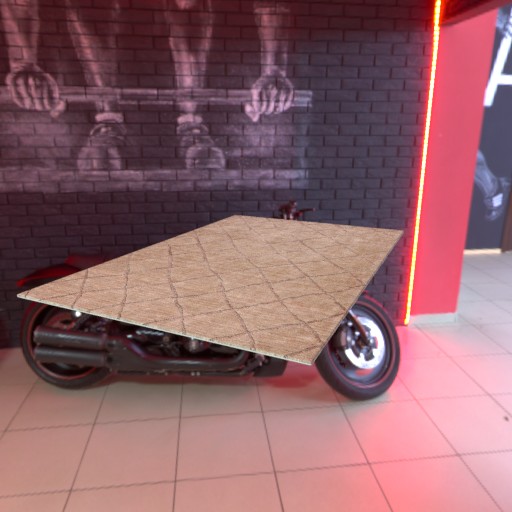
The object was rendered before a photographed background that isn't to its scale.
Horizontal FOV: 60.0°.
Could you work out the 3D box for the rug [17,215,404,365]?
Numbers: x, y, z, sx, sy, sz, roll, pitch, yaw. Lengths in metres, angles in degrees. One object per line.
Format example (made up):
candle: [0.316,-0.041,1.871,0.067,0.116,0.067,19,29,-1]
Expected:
rug: [0.000,0.000,2.856,1.521,0.015,2.280,8,18,24]
